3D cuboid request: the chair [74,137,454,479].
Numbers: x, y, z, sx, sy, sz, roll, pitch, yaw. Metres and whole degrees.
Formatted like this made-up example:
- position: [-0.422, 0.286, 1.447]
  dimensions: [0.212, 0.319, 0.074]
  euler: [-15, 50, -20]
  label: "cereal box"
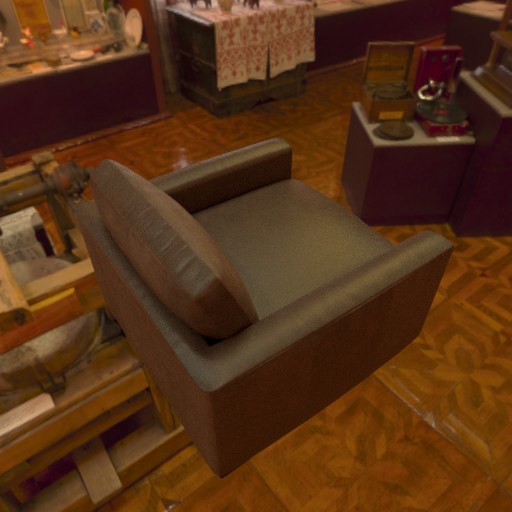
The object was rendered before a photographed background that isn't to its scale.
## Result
- position: [0.000, 0.000, 1.796]
  dimensions: [1.069, 0.812, 1.100]
  euler: [-25, 47, -26]
  label: "chair"
